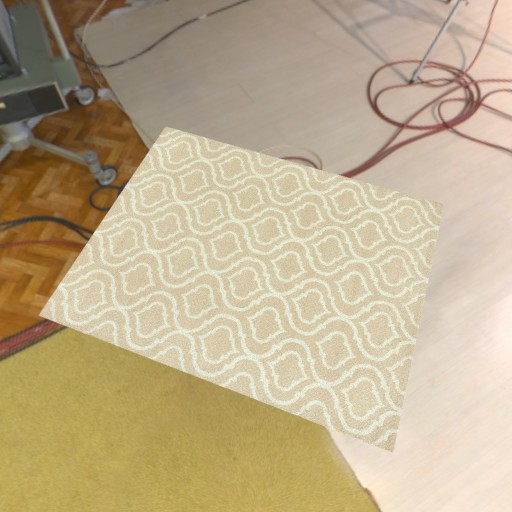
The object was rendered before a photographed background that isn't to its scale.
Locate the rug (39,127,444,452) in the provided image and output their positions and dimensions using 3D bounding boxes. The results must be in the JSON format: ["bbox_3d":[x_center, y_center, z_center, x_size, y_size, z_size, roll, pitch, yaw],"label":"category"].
[{"bbox_3d":[0.000,0.000,3.867,2.894,0.013,2.286,18,61,10],"label":"rug"}]
